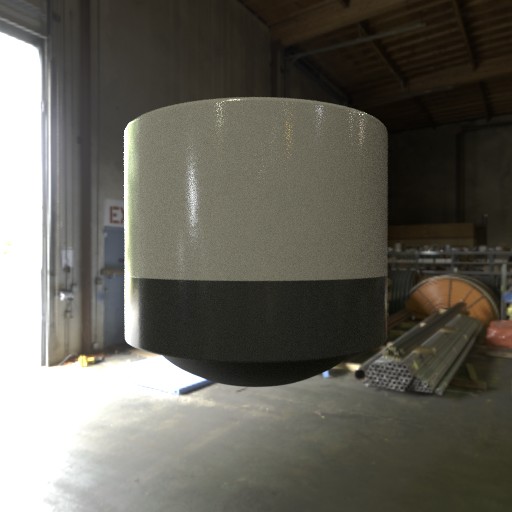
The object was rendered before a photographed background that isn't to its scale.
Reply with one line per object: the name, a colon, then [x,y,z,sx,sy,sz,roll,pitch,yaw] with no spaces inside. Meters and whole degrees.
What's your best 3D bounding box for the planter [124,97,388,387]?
planter: [0.000,0.000,0.340,0.193,0.177,0.193,0,0,0]
